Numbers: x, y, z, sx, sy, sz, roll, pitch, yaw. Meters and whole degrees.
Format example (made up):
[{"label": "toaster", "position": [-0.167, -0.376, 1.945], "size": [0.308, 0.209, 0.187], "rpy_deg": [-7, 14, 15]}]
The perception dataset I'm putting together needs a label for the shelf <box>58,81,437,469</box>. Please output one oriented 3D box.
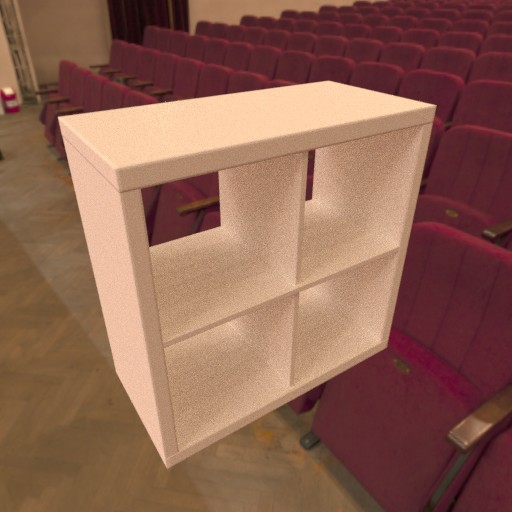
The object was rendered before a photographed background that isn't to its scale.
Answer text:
[{"label": "shelf", "position": [0.000, 0.000, 1.229], "size": [0.790, 0.786, 0.390], "rpy_deg": [-19, 36, -28]}]
